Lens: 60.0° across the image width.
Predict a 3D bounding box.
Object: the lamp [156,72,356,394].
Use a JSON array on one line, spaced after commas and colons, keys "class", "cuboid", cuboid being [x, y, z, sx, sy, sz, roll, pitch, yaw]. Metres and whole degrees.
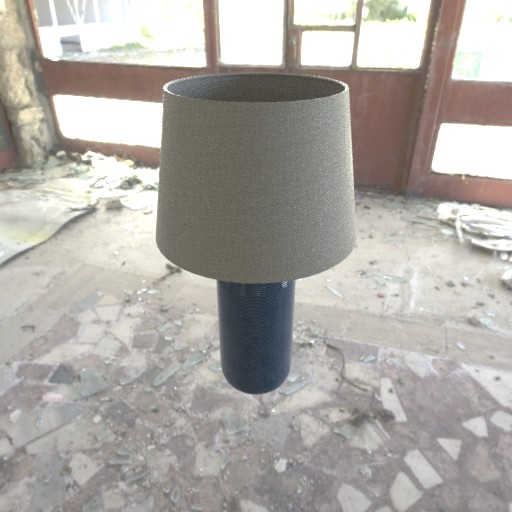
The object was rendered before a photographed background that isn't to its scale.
[{"class": "lamp", "cuboid": [0.000, 0.000, 0.588, 0.253, 0.428, 0.253, 0, 30, 0]}]
